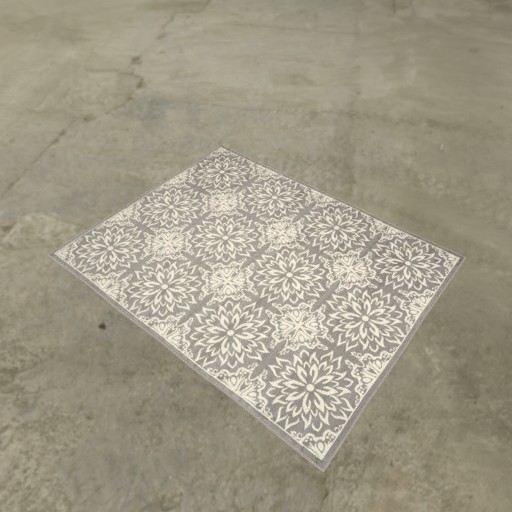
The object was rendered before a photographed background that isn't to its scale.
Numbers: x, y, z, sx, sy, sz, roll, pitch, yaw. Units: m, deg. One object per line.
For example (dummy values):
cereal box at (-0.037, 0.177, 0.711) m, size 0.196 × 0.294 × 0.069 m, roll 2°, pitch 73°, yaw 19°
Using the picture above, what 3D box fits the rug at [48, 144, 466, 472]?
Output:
rug at (0.000, 0.000, 4.023) m, size 2.980 × 0.012 × 2.363 m, roll 30°, pitch 53°, yaw 26°
